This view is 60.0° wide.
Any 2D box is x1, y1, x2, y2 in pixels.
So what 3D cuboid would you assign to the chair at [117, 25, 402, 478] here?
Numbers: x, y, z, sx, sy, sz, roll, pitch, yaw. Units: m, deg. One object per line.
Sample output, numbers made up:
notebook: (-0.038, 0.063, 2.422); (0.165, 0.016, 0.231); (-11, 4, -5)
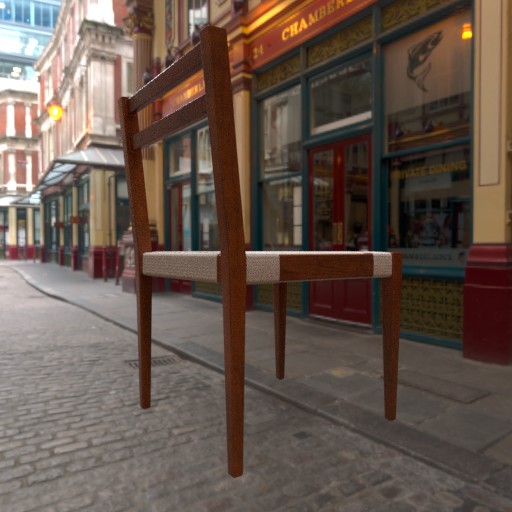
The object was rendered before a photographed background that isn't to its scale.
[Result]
chair: (0.000, 0.000, 1.168); (0.569, 0.851, 0.495); (0, 1, -36)
